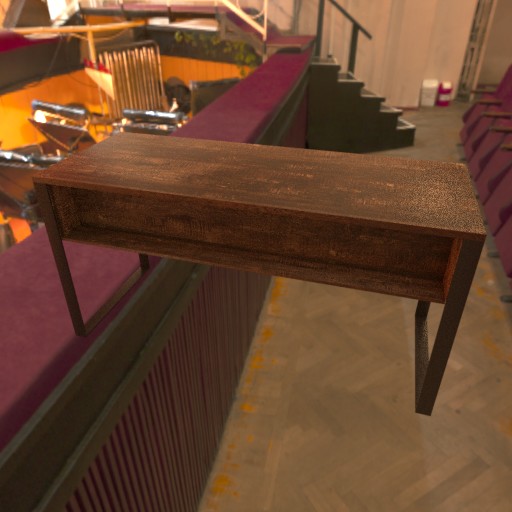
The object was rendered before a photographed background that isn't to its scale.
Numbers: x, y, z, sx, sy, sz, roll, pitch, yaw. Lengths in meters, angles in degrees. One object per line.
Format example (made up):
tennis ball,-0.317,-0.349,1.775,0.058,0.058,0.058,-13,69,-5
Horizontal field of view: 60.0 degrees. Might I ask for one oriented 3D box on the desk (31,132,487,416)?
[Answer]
desk,0.000,0.000,1.865,1.524,0.762,0.599,9,33,14
